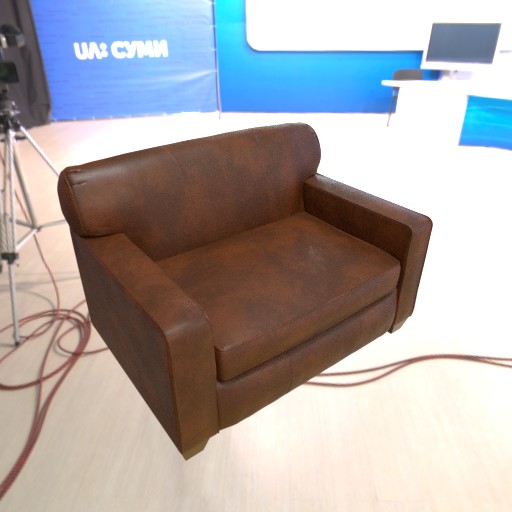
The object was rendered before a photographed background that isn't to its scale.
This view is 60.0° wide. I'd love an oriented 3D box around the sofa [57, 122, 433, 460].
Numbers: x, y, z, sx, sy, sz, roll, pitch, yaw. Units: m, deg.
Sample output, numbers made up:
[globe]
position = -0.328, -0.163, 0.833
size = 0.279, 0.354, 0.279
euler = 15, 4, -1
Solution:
[sofa]
position = 0.000, 0.000, 2.083
size = 1.413, 0.956, 1.000
euler = -21, 36, -31
